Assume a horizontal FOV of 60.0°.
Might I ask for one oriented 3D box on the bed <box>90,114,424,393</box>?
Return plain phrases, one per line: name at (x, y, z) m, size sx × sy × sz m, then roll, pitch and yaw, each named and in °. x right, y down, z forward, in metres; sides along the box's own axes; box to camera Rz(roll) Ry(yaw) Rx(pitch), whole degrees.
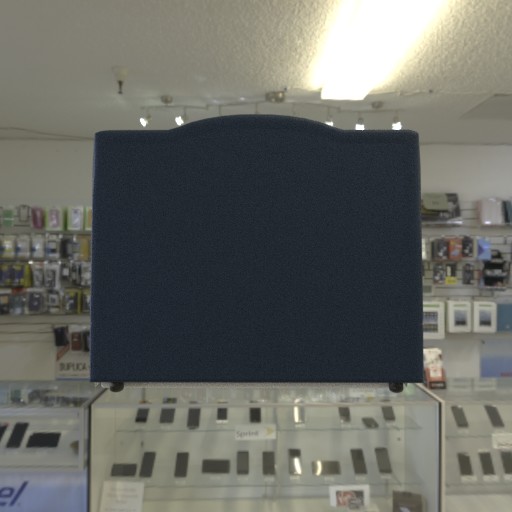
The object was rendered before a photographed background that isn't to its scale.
bed at (0.000, 0.000, 3.508) m, size 1.741 × 1.441 × 2.507 m, roll 0°, pitch -1°, yaw 0°
